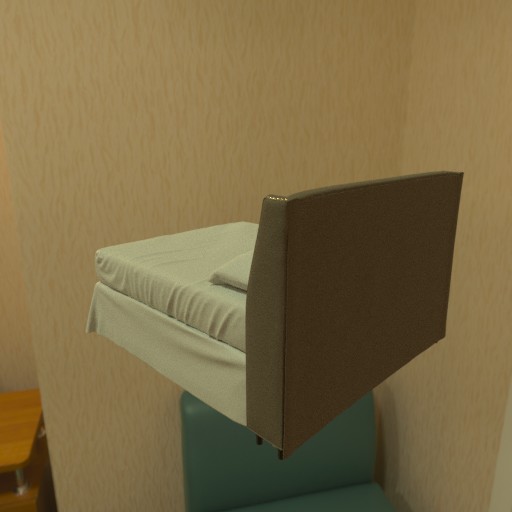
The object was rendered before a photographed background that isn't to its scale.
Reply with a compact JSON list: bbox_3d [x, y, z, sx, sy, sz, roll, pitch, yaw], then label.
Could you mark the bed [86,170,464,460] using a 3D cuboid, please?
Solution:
[{"bbox_3d":[0.000,0.000,3.398,2.276,1.332,1.925,15,21,43],"label":"bed"}]
